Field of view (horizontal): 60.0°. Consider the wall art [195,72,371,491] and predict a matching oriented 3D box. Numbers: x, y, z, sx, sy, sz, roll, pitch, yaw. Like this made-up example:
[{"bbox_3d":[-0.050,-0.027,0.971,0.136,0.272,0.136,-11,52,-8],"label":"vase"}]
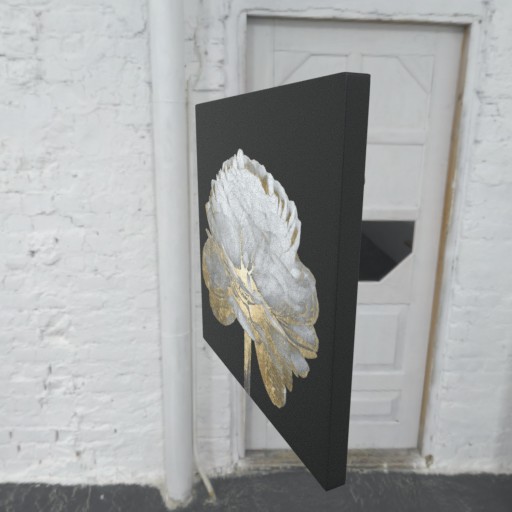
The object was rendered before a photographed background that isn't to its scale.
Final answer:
[{"bbox_3d":[0.000,0.000,0.885,0.043,0.611,0.610,-7,16,-24],"label":"wall art"}]
